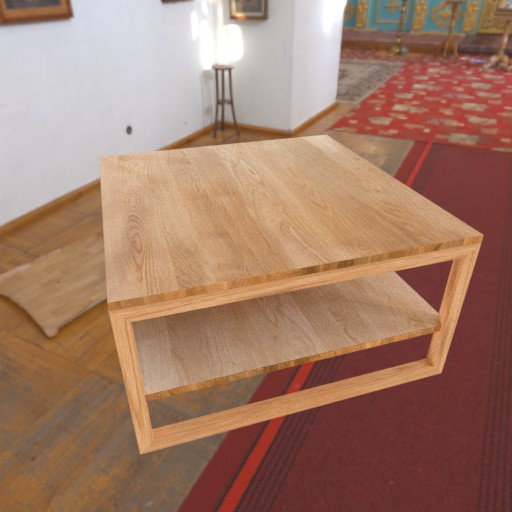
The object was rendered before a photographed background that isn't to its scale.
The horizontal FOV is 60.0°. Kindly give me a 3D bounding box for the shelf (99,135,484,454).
[{"bbox_3d":[0.000,0.000,1.471,0.899,0.480,0.899,-10,33,-15],"label":"shelf"}]
